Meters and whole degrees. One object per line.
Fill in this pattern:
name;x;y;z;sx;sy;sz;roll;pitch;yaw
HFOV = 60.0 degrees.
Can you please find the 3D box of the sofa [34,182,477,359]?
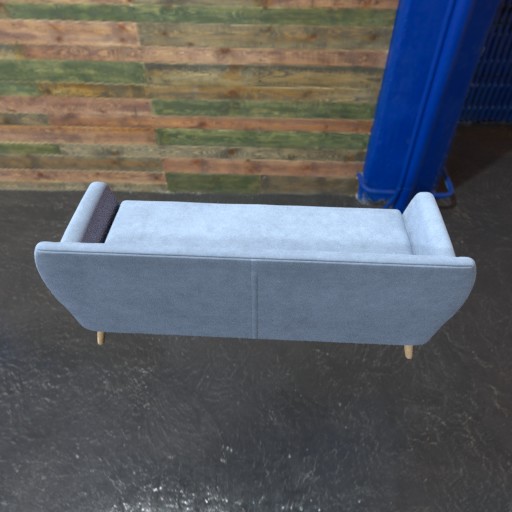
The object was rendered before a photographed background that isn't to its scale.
sofa;0.000;0.000;2.376;1.970;0.830;0.830;2;46;2
